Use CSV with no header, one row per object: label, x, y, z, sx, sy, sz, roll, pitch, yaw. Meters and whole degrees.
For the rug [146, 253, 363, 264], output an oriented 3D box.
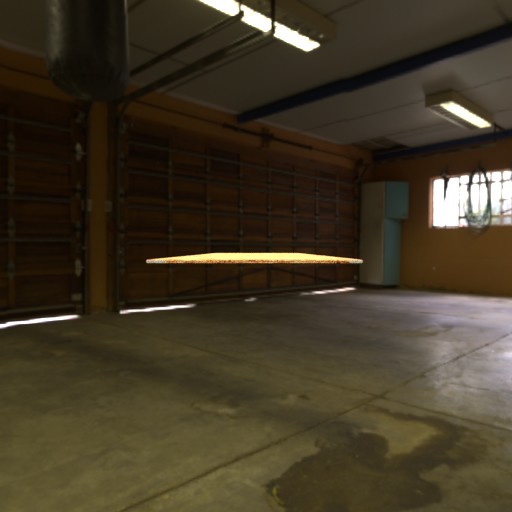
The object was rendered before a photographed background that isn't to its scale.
rug,0.000,0.000,2.489,0.680,0.014,2.237,0,1,0
